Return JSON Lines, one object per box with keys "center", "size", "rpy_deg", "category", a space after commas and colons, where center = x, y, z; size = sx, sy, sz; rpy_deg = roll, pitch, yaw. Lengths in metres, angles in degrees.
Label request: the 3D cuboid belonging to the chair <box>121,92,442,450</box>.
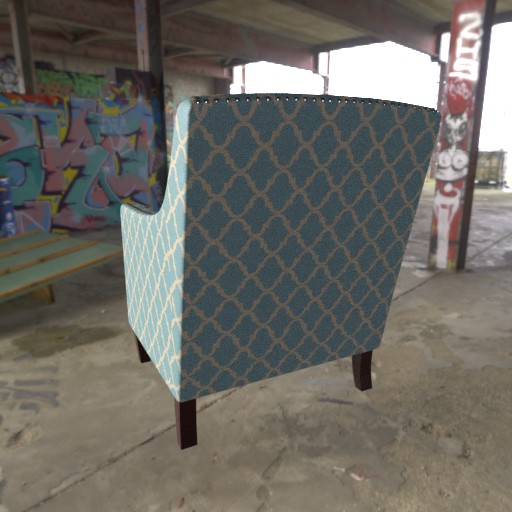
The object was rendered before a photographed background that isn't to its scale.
{"center": [0.000, 0.000, 1.267], "size": [0.617, 0.817, 0.686], "rpy_deg": [-7, 16, -27], "category": "chair"}
